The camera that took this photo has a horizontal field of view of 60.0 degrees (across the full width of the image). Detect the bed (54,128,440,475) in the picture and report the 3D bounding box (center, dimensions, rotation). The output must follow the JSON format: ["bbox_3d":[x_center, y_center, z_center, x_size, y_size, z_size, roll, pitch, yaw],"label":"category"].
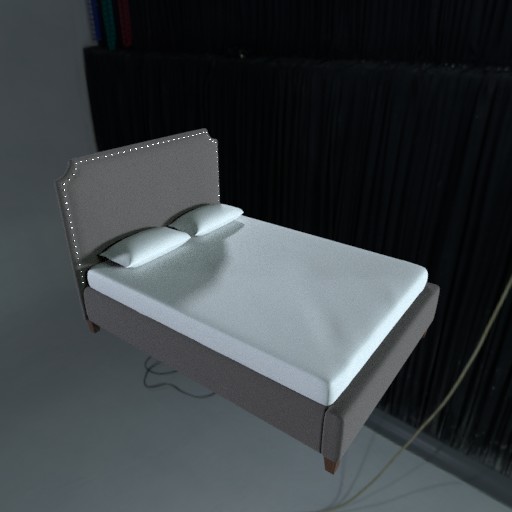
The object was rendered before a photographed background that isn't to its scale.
[{"bbox_3d":[0.000,0.000,3.391,2.372,1.443,1.713,19,32,32],"label":"bed"}]
